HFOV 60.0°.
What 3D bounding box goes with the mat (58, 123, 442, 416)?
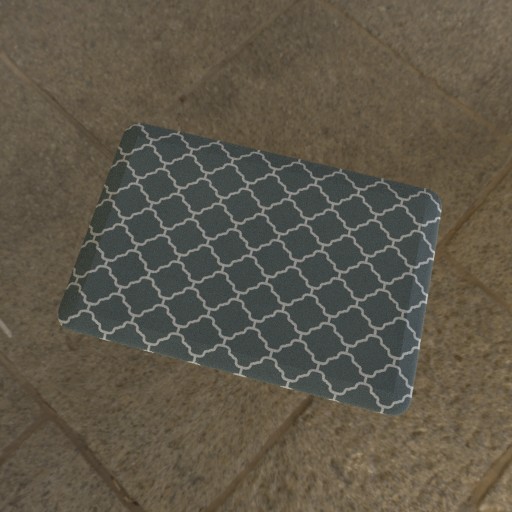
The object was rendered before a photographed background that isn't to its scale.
[{"bbox_3d":[0.000,0.000,0.972,0.762,0.021,0.508,14,76,4],"label":"mat"}]
